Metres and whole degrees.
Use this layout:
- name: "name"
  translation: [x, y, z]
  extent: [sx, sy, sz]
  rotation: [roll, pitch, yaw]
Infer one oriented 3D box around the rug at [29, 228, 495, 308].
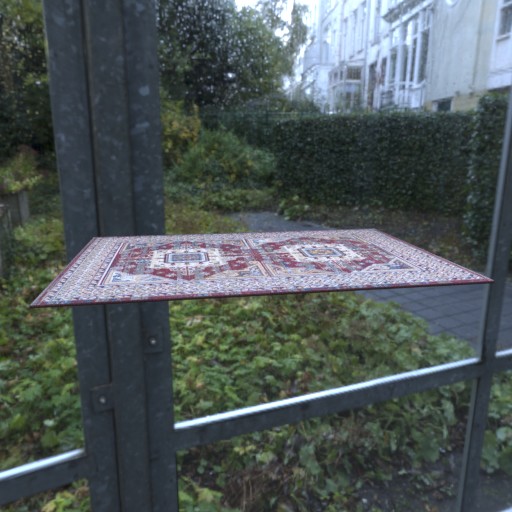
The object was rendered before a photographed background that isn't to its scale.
- name: "rug"
  translation: [0.000, 0.000, 5.743]
  extent: [4.578, 0.033, 3.033]
  rotation: [-2, 14, -9]
